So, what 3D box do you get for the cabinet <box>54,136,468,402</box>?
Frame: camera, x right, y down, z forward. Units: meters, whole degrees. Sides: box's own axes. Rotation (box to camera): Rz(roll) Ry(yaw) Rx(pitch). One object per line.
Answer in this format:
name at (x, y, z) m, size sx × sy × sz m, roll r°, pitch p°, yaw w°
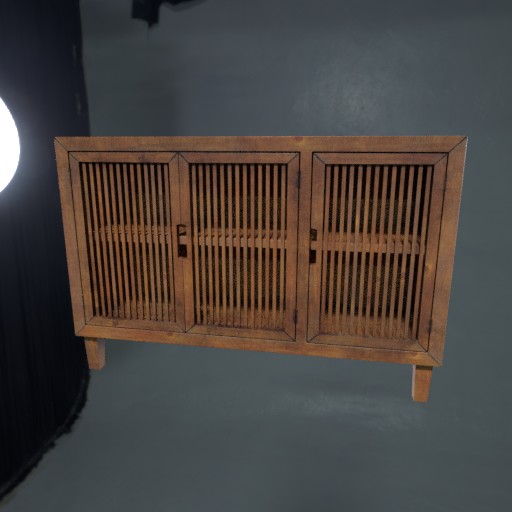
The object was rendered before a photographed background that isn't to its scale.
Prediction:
cabinet at (0.000, 0.000, 1.557) m, size 1.204 × 0.805 × 0.403 m, roll 3°, pitch 14°, yaw 10°
